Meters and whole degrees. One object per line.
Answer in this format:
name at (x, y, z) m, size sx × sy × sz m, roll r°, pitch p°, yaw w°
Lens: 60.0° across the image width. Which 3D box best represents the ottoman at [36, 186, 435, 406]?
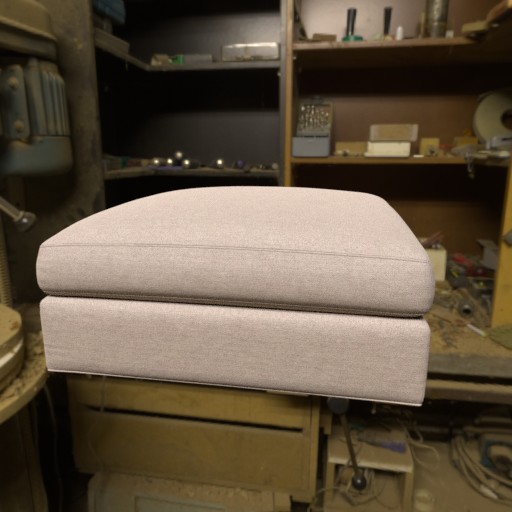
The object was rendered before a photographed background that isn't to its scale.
ottoman at (0.000, 0.000, 1.595) m, size 1.041 × 0.470 × 1.041 m, roll 3°, pitch 14°, yaw 10°
